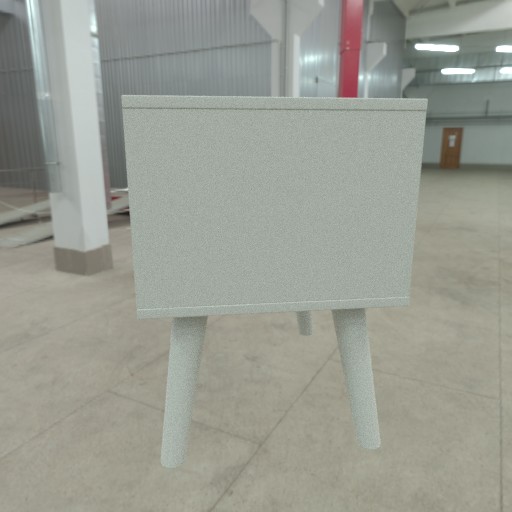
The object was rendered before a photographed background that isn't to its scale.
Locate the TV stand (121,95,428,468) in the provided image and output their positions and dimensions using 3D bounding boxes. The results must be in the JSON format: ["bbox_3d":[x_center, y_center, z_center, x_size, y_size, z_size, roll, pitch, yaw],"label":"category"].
[{"bbox_3d":[0.000,0.000,0.891,0.405,0.559,0.508,-2,15,-7],"label":"TV stand"}]
